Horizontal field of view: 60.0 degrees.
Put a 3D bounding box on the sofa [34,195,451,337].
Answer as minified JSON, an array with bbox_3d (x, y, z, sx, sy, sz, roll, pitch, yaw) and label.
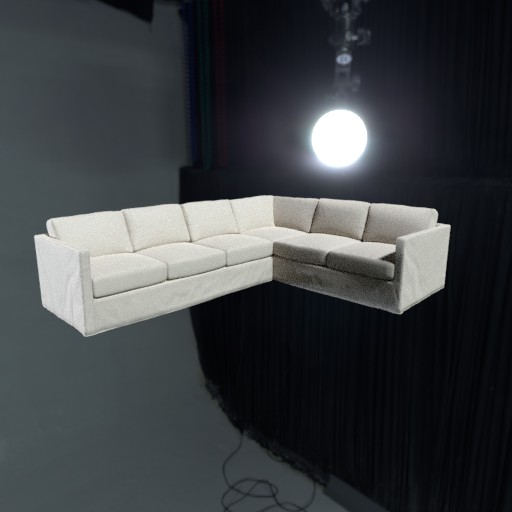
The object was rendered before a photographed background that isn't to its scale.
[{"bbox_3d":[0.000,0.000,4.254,2.432,0.871,3.182,13,18,43],"label":"sofa"}]
